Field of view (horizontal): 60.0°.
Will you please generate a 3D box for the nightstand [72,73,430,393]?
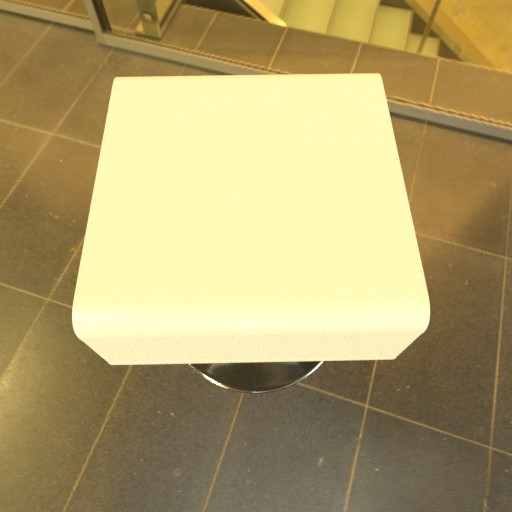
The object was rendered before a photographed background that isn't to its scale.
[{"bbox_3d":[0.000,0.000,0.758,0.404,0.447,0.399,-1,63,-1],"label":"nightstand"}]
